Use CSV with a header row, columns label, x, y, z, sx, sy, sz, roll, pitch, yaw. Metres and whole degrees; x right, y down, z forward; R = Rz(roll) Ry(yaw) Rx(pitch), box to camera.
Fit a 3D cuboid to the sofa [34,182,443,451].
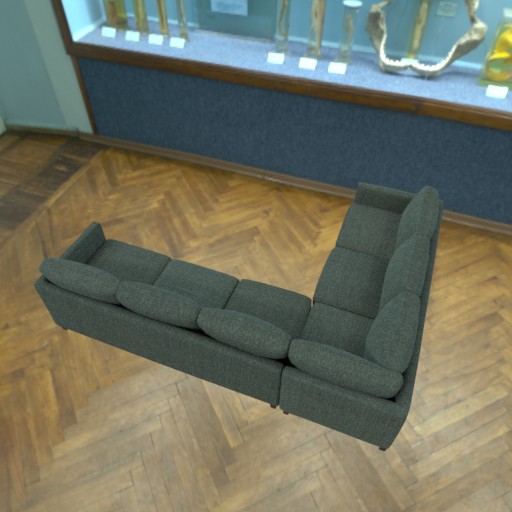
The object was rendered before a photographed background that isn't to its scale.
label,x,y,z,sx,sy,sz,roll,pitch,yaw
sofa,0.000,0.000,4.469,3.302,0.947,2.593,16,49,15
